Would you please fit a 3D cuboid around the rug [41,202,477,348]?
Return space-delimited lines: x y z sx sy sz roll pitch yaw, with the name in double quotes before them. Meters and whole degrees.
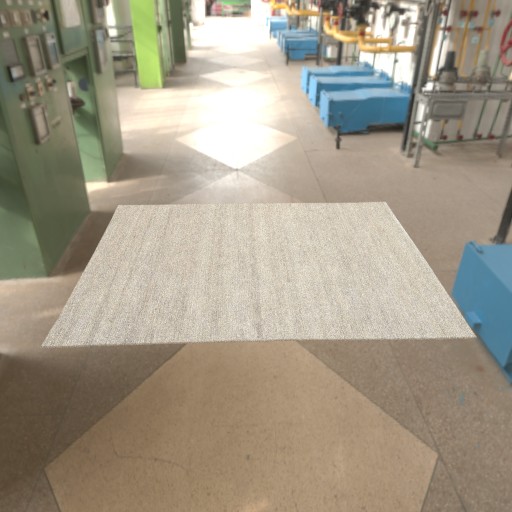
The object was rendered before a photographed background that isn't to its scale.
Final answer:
"rug" 0.000 0.000 4.821 3.626 0.051 2.757 -1 31 -1
